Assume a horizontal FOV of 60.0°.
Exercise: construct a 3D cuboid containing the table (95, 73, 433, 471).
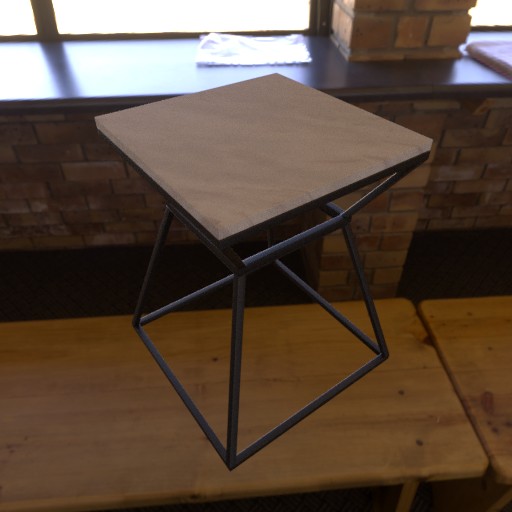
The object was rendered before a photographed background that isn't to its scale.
[{"bbox_3d":[0.000,0.000,0.920,0.455,0.559,0.455,-25,46,-27],"label":"table"}]
